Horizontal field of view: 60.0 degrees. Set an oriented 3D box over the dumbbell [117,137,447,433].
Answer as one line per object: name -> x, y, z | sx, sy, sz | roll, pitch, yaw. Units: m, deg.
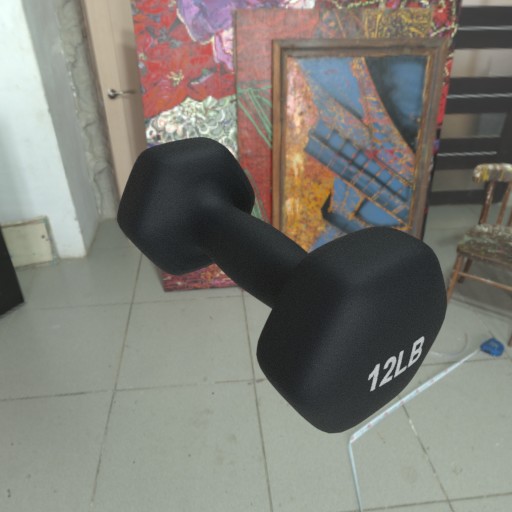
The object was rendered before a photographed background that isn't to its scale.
dumbbell -> 0.000, 0.000, 0.288 | 0.112, 0.101, 0.231 | -21, 38, -29
